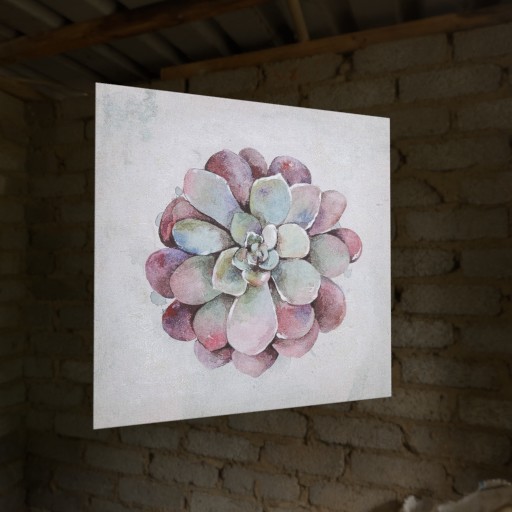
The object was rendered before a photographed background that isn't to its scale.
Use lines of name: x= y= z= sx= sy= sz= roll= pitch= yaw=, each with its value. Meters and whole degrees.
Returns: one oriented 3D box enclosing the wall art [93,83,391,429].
wall art: x=0.000 y=0.000 z=1.110 sx=0.762 sy=0.762 sz=0.041 roll=0 pitch=-1 yaw=-18
